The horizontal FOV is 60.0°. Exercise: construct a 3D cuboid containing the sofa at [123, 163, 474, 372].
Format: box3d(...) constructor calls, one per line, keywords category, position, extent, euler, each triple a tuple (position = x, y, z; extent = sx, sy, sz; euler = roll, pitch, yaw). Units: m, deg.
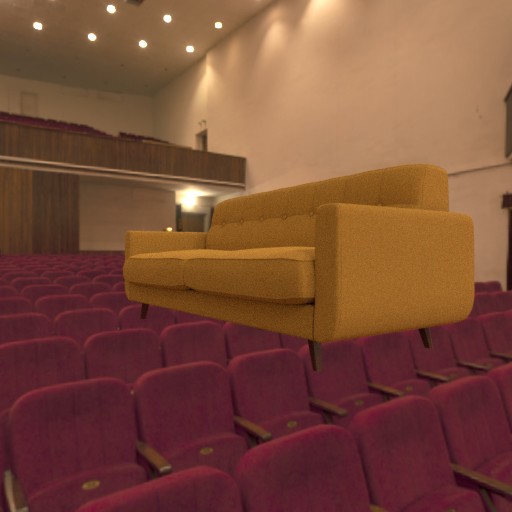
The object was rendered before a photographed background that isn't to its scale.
box3d(category="sofa", position=(0.000, 0.000, 2.493), extent=(0.909, 0.841, 2.029), euler=(0, 0, -36))
